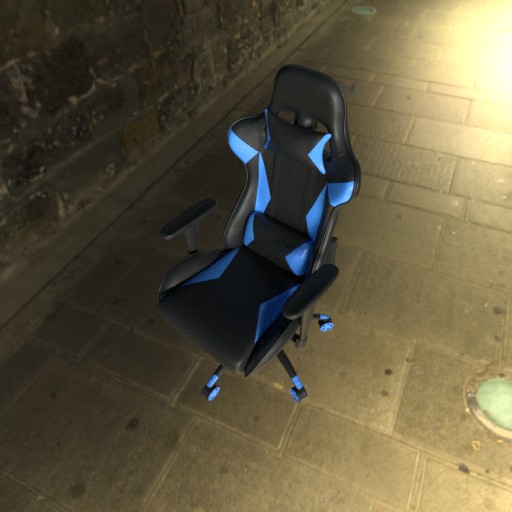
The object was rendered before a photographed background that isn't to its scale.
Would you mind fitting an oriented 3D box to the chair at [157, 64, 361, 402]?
[{"bbox_3d":[0.000,0.000,1.727,0.695,1.282,0.730,30,52,27],"label":"chair"}]
